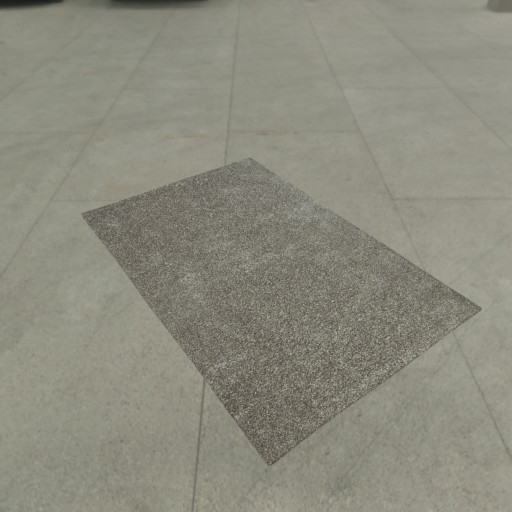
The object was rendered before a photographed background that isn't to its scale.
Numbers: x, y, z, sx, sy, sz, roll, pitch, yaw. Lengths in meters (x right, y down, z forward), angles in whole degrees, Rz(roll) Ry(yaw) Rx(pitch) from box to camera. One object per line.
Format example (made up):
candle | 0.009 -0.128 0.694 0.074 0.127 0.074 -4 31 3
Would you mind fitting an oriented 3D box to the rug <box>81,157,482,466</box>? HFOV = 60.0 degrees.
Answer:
rug | 0.000 0.000 3.417 1.802 0.026 2.699 -25 46 -27
